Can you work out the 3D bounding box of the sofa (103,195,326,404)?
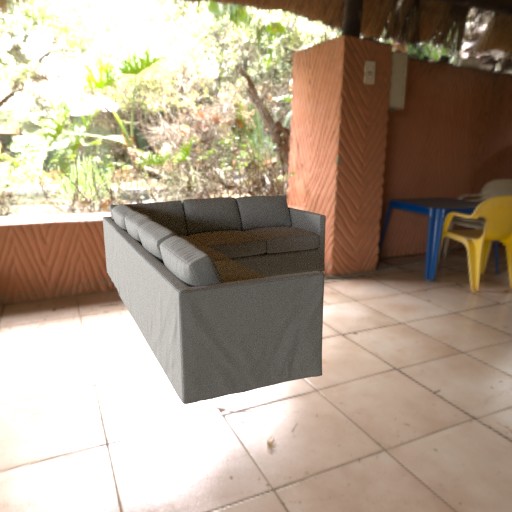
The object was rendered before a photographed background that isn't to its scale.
[{"bbox_3d":[0.000,0.000,4.279,2.432,0.871,3.182,-6,14,-25],"label":"sofa"}]
